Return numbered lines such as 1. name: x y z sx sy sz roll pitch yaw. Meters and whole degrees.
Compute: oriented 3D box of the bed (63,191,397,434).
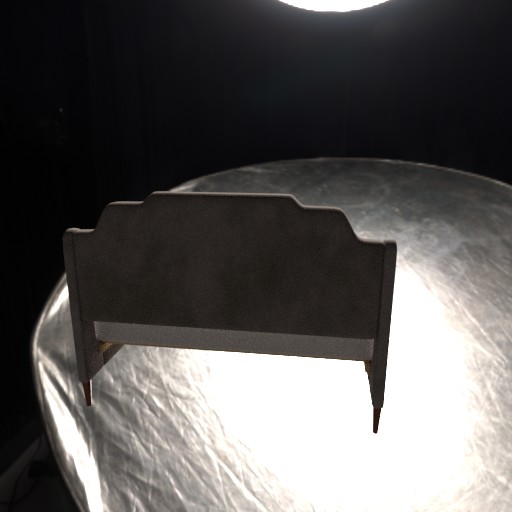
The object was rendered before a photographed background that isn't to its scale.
1. bed: 0.000 0.000 3.369 1.676 1.245 2.340 2 16 8
